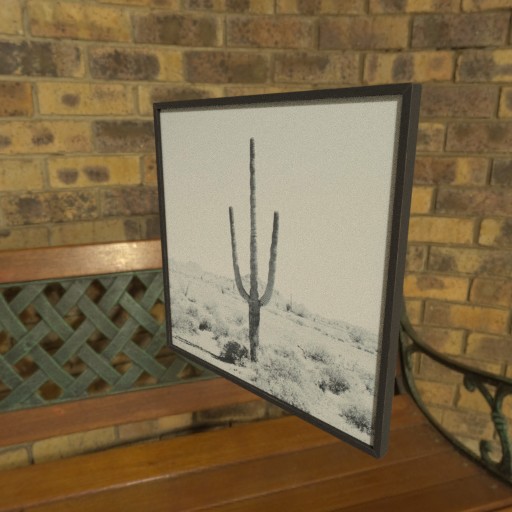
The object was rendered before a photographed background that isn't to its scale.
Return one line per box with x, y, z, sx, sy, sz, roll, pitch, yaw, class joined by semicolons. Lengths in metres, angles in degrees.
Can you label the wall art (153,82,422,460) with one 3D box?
0.000;0.000;1.116;0.762;0.762;0.038;14;21;41;wall art
